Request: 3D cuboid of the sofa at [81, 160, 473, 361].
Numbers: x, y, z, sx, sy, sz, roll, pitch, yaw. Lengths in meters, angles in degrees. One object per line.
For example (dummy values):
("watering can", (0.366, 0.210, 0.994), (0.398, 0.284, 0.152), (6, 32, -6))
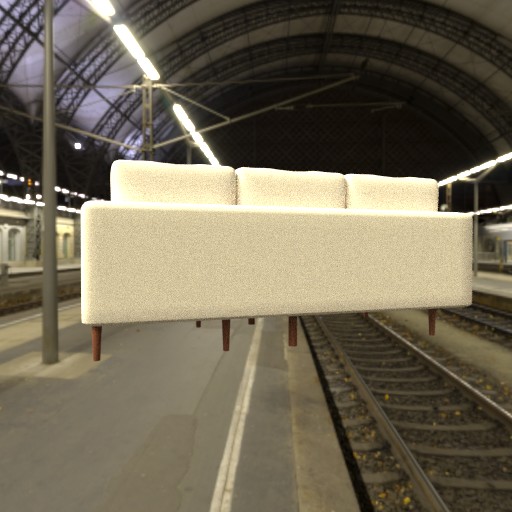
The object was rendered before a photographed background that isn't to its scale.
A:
("sofa", (0.000, 0.000, 2.863), (2.029, 0.899, 1.580), (0, 1, -19))
